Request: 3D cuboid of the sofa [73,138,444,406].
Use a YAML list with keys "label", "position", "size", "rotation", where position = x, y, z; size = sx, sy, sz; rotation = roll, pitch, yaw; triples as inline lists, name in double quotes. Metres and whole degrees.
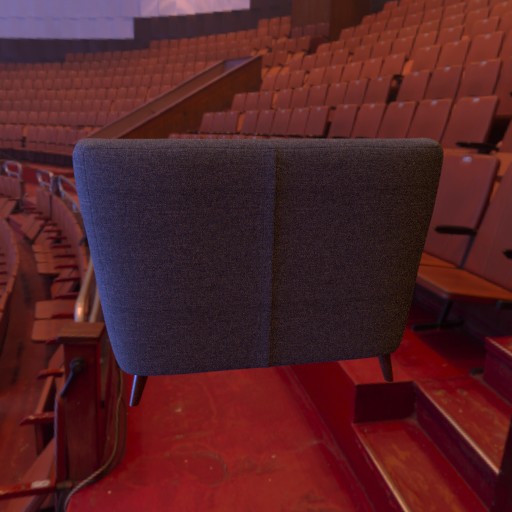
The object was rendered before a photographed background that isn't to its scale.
- label: "sofa"
  position: [0.000, 0.000, 1.991]
  size: [1.358, 1.028, 0.874]
  rotation: [-3, 16, -9]
